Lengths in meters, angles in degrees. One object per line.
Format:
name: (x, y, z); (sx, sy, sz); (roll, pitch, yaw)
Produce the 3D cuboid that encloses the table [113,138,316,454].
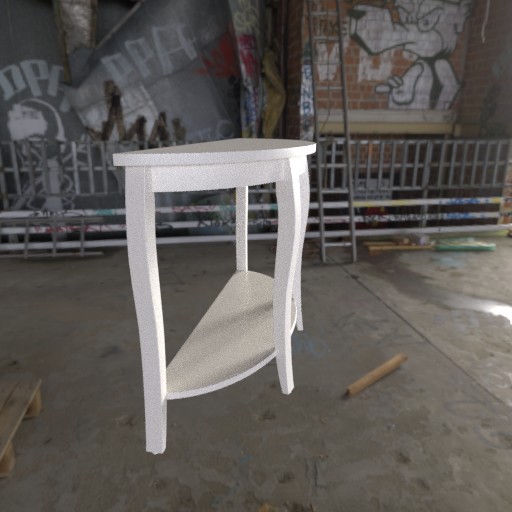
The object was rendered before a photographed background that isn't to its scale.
table: (0.000, 0.000, 1.585); (0.394, 0.780, 1.219); (3, 17, 10)
